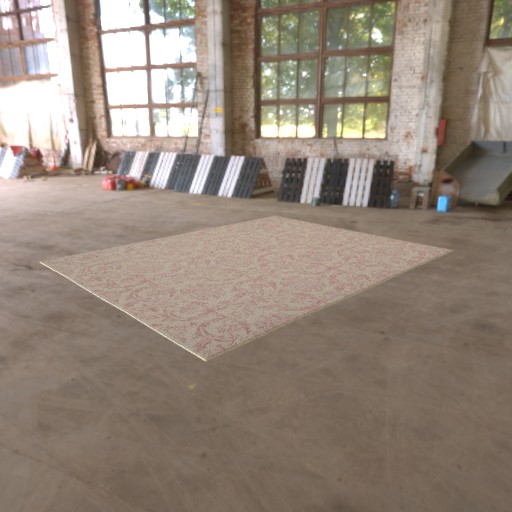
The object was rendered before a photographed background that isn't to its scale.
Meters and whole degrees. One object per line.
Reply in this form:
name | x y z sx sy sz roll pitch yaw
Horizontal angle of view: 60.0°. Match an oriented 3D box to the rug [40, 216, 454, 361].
rug | 0.000 0.000 4.049 2.980 0.012 2.363 -15 22 -42
